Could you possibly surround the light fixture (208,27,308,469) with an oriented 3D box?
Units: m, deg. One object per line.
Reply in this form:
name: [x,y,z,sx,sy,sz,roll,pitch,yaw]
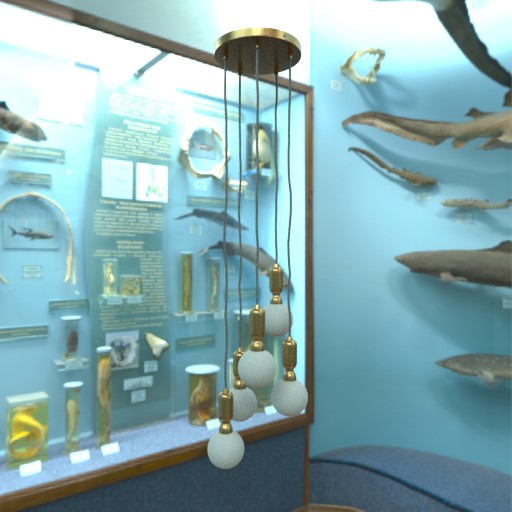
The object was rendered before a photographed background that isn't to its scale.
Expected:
light fixture: [0.000,0.000,0.493,0.108,0.457,0.105,0,0,-35]
